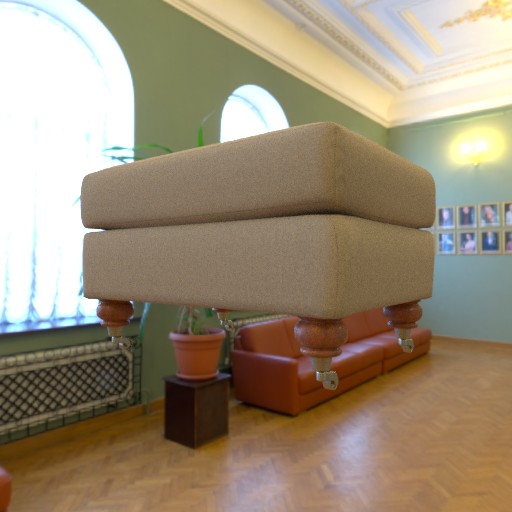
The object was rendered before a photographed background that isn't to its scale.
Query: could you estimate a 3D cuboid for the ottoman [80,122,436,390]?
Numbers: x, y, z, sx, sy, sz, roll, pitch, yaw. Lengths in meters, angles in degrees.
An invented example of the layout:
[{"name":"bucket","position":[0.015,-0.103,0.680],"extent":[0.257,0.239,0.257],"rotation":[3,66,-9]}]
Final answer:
[{"name":"ottoman","position":[0.000,0.000,1.143],"extent":[0.773,0.497,0.574],"rotation":[-1,-1,37]}]
